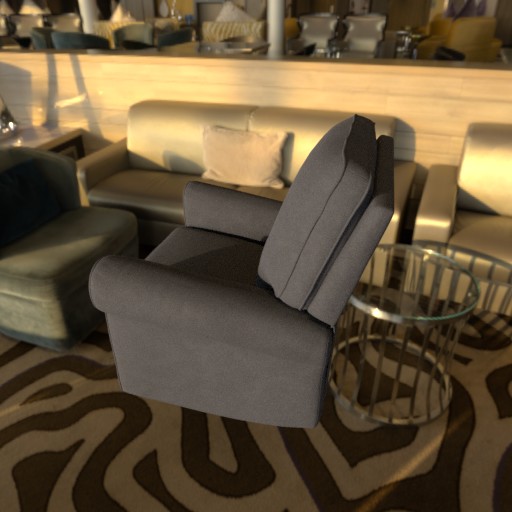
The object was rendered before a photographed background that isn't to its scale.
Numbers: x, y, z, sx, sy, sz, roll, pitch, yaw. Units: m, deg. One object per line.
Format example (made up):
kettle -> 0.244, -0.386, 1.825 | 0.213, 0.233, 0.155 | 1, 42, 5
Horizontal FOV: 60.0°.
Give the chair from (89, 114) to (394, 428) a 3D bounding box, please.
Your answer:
chair -> 0.000, 0.000, 1.647 | 0.878, 0.961, 0.890 | 8, 30, 13
